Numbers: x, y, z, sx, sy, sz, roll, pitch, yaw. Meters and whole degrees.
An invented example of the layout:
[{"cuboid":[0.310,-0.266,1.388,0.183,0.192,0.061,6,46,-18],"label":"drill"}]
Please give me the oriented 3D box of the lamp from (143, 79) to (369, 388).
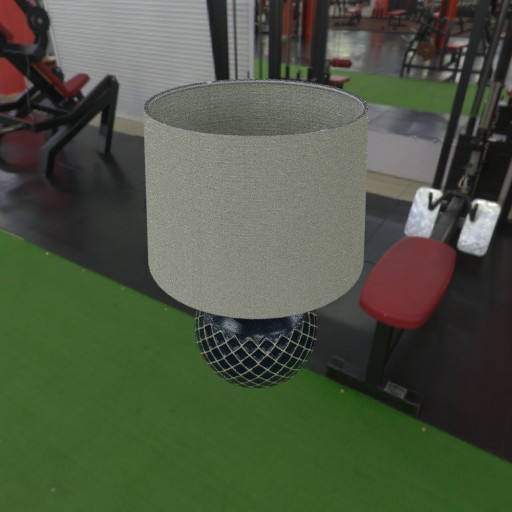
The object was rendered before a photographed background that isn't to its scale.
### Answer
[{"cuboid":[0.000,0.000,0.798,0.376,0.540,0.376,0,33,0],"label":"lamp"}]
